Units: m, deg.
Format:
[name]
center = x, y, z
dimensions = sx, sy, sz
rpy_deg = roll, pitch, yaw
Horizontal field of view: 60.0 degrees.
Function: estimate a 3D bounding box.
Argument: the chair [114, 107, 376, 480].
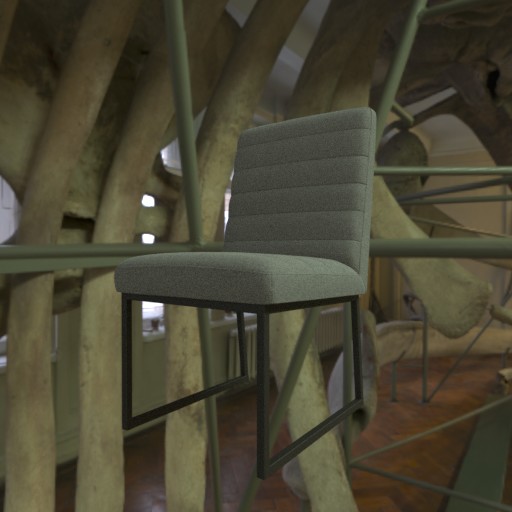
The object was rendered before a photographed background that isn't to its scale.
[chair]
center = 0.000, 0.000, 1.298
dimensions = 0.520, 0.930, 0.634
rpy_deg = 1, 1, 35
